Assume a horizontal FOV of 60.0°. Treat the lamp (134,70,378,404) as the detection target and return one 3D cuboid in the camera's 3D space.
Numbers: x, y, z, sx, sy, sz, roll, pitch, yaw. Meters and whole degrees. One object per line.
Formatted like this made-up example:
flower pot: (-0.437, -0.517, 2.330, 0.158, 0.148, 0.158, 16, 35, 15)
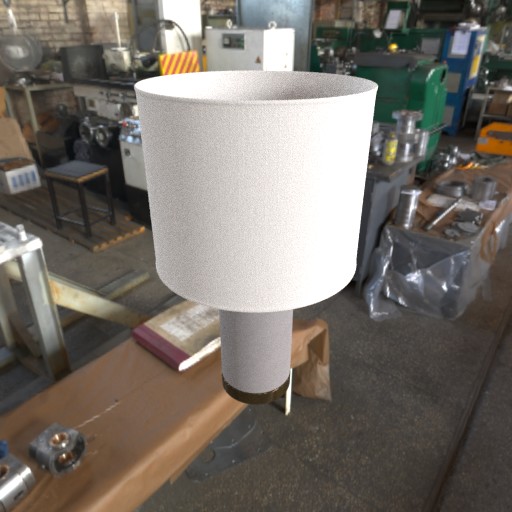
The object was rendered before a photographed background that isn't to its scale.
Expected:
lamp: (0.000, 0.000, 0.517, 0.229, 0.380, 0.229, 0, 28, 0)
